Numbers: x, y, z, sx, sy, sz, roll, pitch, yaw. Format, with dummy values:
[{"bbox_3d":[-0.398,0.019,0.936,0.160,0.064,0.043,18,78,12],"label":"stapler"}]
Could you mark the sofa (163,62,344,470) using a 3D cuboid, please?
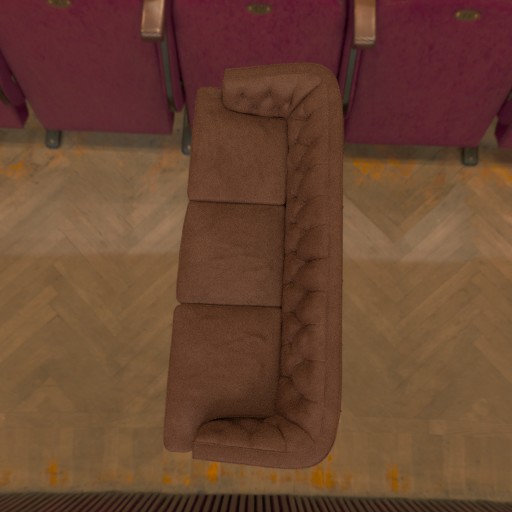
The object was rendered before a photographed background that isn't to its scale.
[{"bbox_3d":[0.000,0.000,2.672,0.927,0.787,2.227,3,76,1],"label":"sofa"}]
